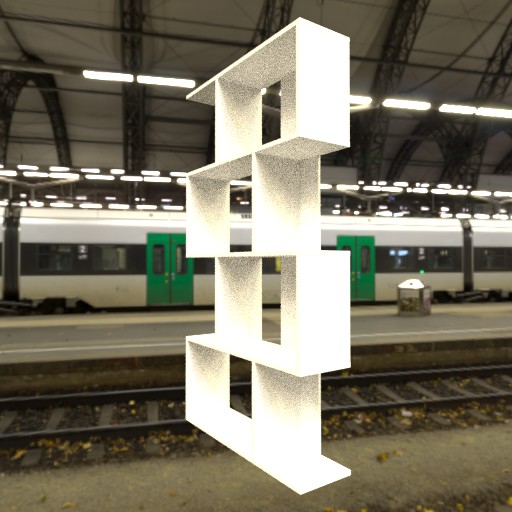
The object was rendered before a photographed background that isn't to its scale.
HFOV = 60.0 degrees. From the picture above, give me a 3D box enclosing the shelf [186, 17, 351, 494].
[{"bbox_3d":[0.000,0.000,1.968,0.250,1.650,0.890,1,-1,-35],"label":"shelf"}]
